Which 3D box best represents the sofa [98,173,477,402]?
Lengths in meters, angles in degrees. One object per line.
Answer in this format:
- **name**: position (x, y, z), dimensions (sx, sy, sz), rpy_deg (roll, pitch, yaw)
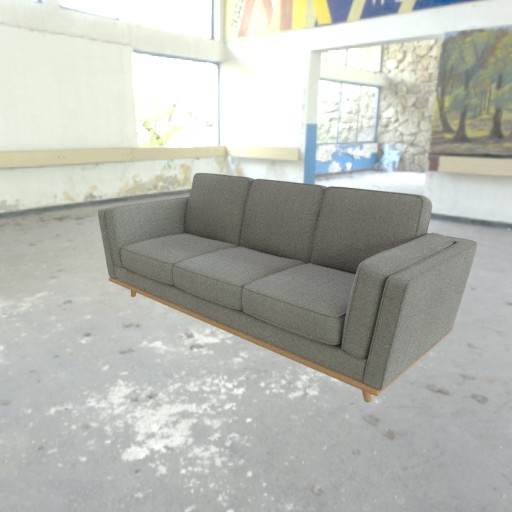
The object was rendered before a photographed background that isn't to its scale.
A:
- **sofa**: position (0.000, 0.000, 2.806), dimensions (2.362, 0.899, 0.903), rpy_deg (14, 21, 41)
